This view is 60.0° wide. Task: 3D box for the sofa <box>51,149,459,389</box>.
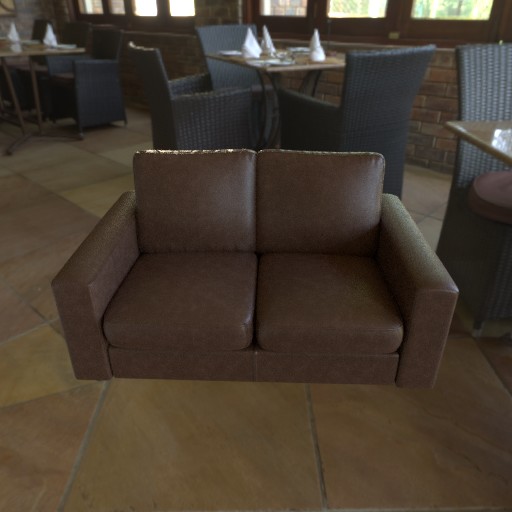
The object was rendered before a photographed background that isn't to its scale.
[{"bbox_3d":[0.000,0.000,2.192,1.616,0.873,1.016,1,29,2],"label":"sofa"}]
